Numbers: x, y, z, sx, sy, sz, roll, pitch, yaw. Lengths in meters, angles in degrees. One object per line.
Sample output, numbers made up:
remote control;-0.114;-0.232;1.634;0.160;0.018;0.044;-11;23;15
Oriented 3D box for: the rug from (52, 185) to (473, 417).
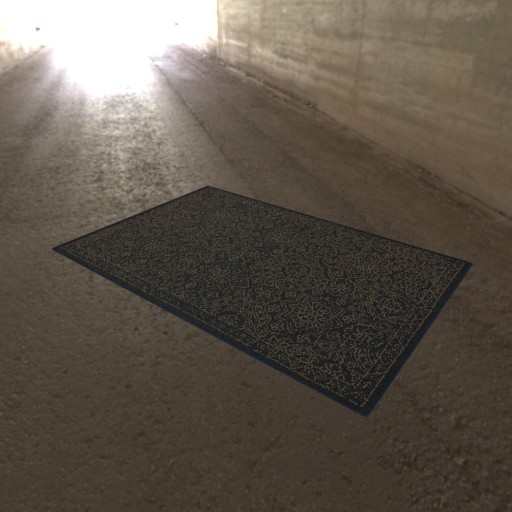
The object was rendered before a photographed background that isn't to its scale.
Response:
rug;0.000;0.000;2.300;1.829;0.010;1.219;21;35;32
